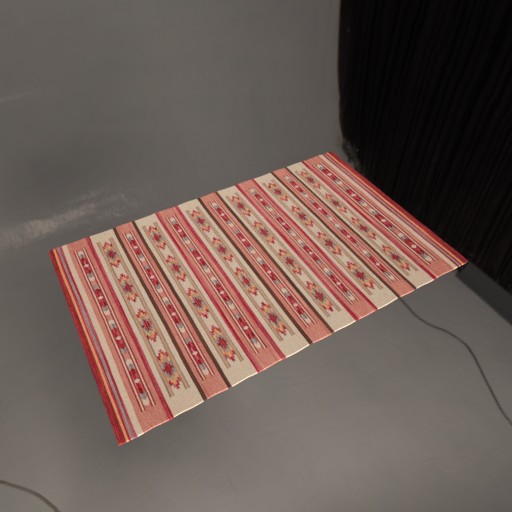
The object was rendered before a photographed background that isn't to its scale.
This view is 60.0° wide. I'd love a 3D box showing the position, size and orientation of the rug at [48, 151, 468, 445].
[{"bbox_3d":[0.000,0.000,3.028,2.431,0.010,1.535,-23,51,-20],"label":"rug"}]
